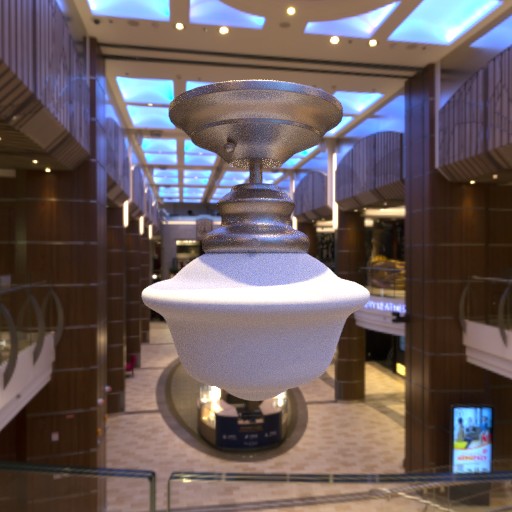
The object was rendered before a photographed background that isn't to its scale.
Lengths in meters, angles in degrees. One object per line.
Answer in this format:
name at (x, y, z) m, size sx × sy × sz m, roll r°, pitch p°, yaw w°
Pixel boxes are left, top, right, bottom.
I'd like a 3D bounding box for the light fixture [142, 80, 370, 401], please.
light fixture at (0.000, 0.000, 0.395) m, size 0.199 × 0.254 × 0.199 m, roll 0°, pitch 0°, yaw 0°
